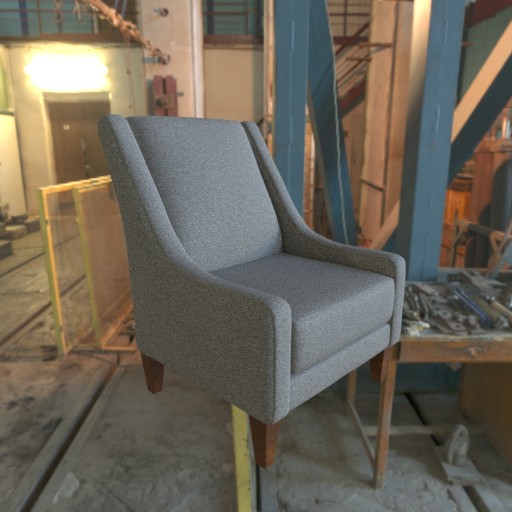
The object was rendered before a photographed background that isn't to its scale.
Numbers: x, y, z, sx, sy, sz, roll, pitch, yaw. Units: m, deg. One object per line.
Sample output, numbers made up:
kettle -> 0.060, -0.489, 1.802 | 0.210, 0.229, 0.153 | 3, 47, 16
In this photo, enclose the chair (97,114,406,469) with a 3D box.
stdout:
chair -> 0.000, 0.000, 1.653 | 0.870, 1.016, 0.774 | 13, 19, 42
